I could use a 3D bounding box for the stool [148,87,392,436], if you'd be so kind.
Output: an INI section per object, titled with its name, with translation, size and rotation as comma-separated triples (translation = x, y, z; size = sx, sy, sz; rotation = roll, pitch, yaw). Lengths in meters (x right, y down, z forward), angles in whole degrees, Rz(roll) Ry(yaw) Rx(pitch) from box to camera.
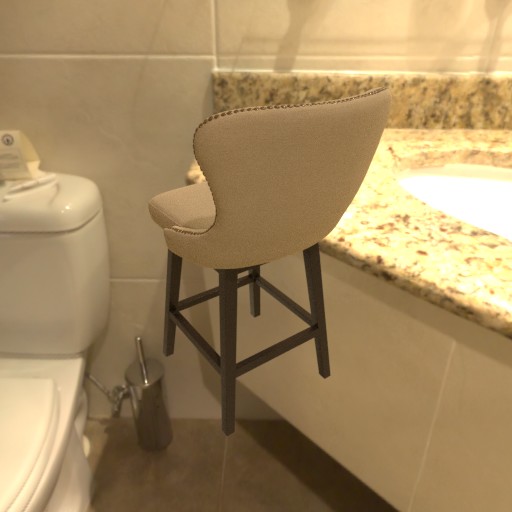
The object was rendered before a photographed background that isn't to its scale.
[stool]
translation = 0.000, 0.000, 1.296
size = 0.528, 0.971, 0.593
rotation = -20, 36, -30
